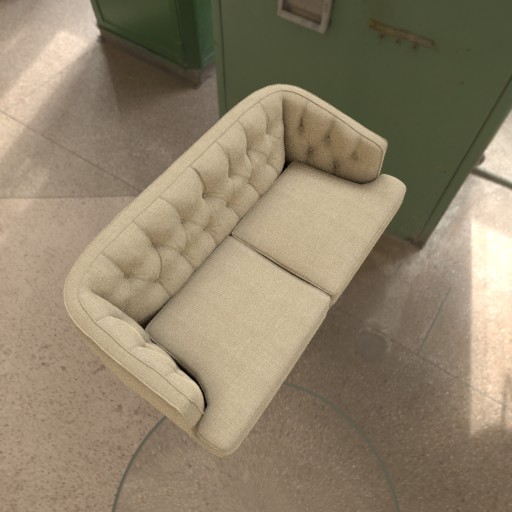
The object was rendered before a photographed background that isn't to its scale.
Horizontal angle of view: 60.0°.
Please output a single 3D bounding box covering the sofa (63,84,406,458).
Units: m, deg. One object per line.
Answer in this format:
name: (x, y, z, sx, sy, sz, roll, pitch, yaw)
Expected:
sofa: (0.000, 0.000, 2.298, 0.941, 0.855, 1.733, 31, 64, 17)
